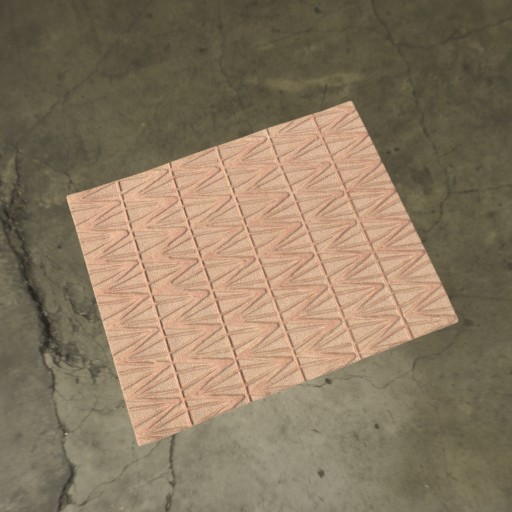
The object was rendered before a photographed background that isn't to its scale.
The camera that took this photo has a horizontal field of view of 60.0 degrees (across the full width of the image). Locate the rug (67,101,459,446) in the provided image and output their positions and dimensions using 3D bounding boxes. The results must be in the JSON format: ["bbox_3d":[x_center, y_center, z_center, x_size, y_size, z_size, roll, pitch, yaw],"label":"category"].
[{"bbox_3d":[0.000,0.000,4.182,3.052,0.043,2.453,-20,76,-5],"label":"rug"}]
